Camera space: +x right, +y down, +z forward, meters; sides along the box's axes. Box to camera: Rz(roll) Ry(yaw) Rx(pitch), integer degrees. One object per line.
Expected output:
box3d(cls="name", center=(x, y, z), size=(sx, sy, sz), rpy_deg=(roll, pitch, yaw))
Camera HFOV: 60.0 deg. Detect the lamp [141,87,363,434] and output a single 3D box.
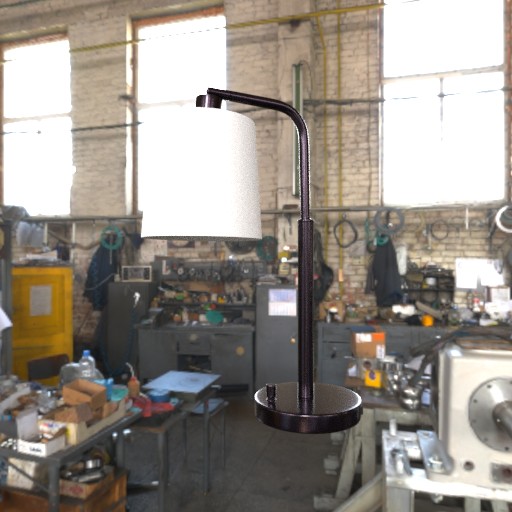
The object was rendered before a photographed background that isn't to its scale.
box3d(cls="lamp", center=(0.000, 0.000, 0.662), size=(0.333, 0.489, 0.171), rpy_deg=(0, 0, -18))
